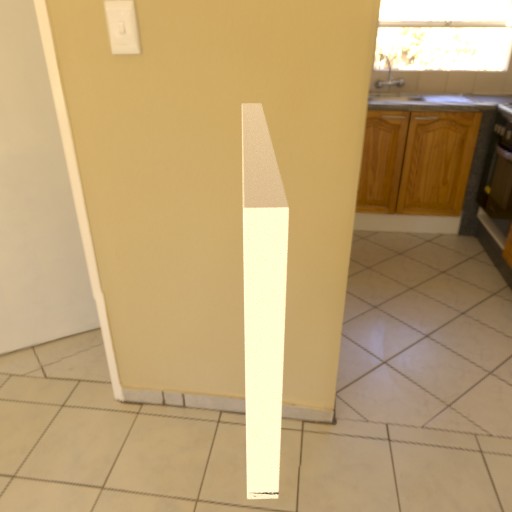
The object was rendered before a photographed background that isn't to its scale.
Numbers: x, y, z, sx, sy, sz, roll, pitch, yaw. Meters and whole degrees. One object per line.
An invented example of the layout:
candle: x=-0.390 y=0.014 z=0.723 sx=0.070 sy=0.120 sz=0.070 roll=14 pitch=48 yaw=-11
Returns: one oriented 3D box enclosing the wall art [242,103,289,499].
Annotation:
wall art: x=0.000 y=0.000 z=0.765 sx=0.042 sy=0.414 sz=0.608 roll=-1 pitch=27 yaw=-2
